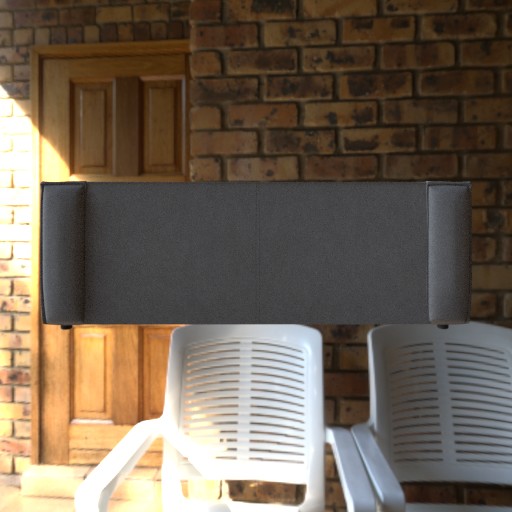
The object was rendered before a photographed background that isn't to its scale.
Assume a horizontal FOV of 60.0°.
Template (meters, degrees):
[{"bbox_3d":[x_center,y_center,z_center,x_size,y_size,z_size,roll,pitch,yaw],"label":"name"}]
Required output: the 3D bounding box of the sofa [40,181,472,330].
[{"bbox_3d":[0.000,0.000,2.474,1.995,0.680,1.038,0,0,-1],"label":"sofa"}]
